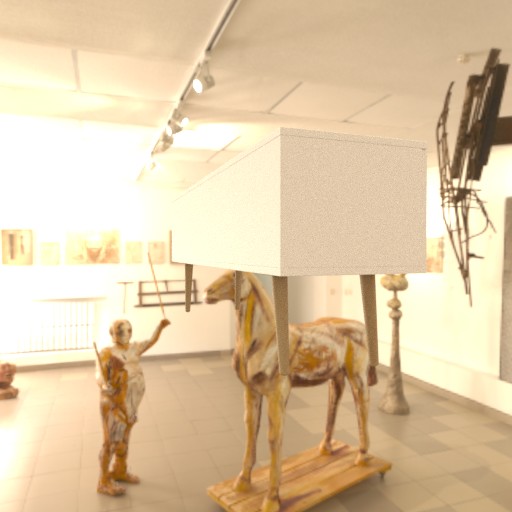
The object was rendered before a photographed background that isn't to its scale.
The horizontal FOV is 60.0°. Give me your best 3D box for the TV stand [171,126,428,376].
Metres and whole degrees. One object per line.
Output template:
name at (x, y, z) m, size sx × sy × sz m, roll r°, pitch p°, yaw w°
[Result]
TV stand at (0.000, 0.000, 1.657) m, size 0.401 × 0.560 × 1.398 m, roll 0°, pitch 1°, yaw -20°
